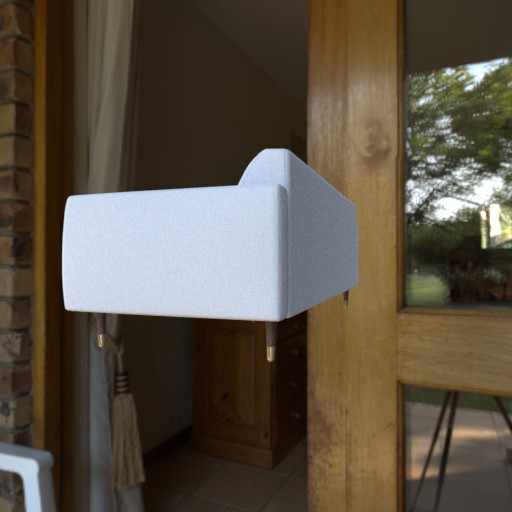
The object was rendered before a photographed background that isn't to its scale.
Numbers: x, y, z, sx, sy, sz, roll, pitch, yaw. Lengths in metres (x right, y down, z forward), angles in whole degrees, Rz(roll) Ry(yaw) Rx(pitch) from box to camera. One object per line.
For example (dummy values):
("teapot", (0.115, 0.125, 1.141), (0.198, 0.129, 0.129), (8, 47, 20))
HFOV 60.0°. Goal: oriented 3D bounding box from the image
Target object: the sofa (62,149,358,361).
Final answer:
("sofa", (0.000, 0.000, 2.761), (0.990, 0.821, 2.291), (0, 0, 20))
